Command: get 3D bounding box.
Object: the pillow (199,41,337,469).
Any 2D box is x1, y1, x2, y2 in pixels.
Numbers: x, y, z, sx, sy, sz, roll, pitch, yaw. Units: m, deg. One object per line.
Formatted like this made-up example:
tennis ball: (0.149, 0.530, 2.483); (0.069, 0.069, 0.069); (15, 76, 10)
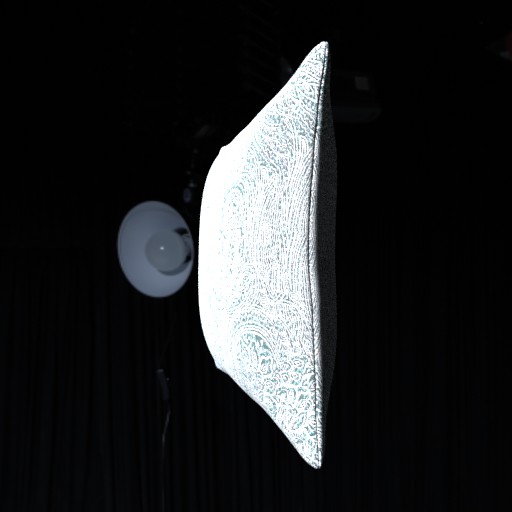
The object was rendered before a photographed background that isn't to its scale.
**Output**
pillow: (0.000, 0.000, 0.772); (0.166, 0.507, 0.526); (0, -1, -17)
